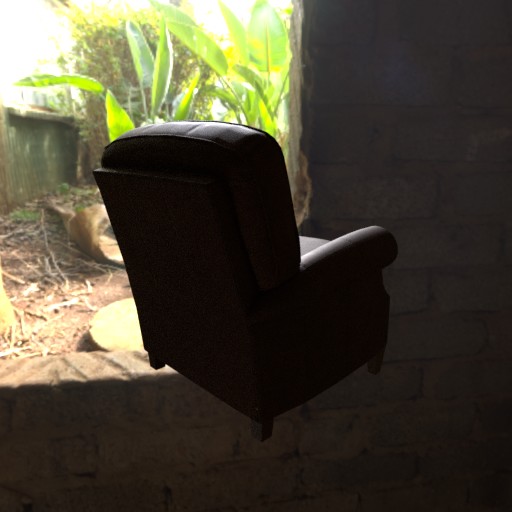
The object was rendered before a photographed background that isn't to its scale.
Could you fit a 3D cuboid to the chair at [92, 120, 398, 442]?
[{"bbox_3d":[0.000,0.000,1.767,0.986,1.018,0.936,-14,20,-42],"label":"chair"}]
